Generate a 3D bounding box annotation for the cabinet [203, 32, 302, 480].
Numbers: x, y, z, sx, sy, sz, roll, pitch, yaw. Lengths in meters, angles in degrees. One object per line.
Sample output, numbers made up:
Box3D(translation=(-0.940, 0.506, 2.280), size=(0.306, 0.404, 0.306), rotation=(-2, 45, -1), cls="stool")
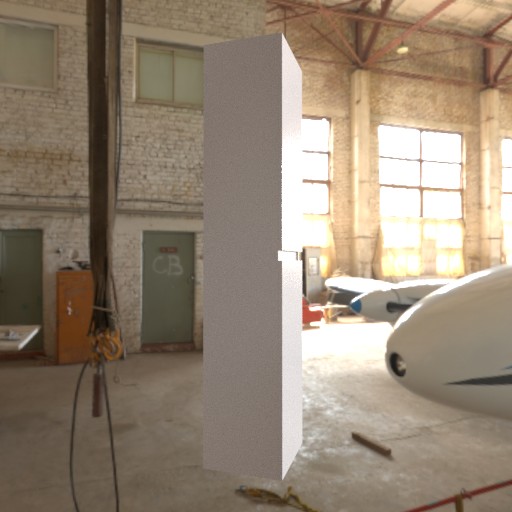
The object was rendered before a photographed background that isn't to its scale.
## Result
Box3D(translation=(0.000, 0.000, 1.567), size=(0.269, 1.400, 0.300), rotation=(0, -1, 18), cls="cabinet")
